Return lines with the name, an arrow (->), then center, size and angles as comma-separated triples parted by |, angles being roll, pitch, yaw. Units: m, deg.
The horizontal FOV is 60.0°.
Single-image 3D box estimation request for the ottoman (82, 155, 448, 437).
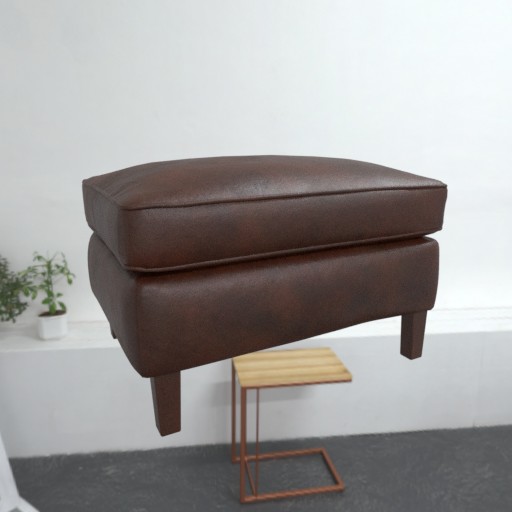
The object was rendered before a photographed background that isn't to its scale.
ottoman -> 0.000, 0.000, 0.979 | 0.665, 0.432, 0.501 | -8, 17, -27
